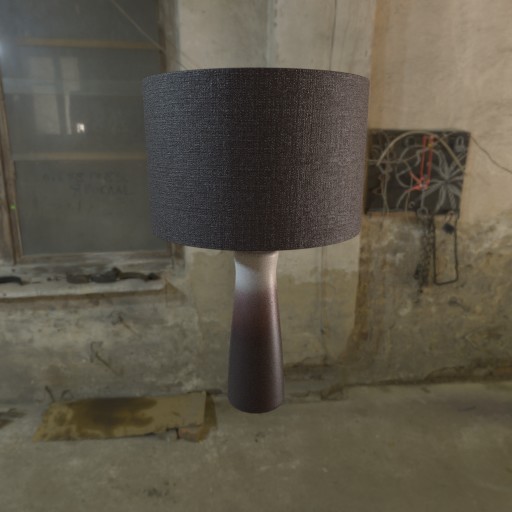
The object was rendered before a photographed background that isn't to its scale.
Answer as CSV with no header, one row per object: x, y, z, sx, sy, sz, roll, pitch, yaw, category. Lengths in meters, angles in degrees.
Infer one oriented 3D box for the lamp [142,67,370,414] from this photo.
0.000,0.000,0.670,0.303,0.488,0.303,0,15,0,lamp
